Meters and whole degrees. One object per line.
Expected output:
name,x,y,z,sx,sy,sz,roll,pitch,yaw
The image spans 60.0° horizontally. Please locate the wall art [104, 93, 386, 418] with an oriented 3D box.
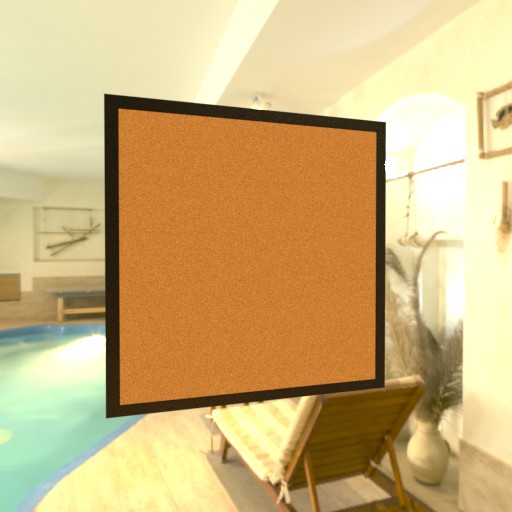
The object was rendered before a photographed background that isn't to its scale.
wall art,0.000,0.000,0.785,0.506,0.506,0.038,0,1,-18
